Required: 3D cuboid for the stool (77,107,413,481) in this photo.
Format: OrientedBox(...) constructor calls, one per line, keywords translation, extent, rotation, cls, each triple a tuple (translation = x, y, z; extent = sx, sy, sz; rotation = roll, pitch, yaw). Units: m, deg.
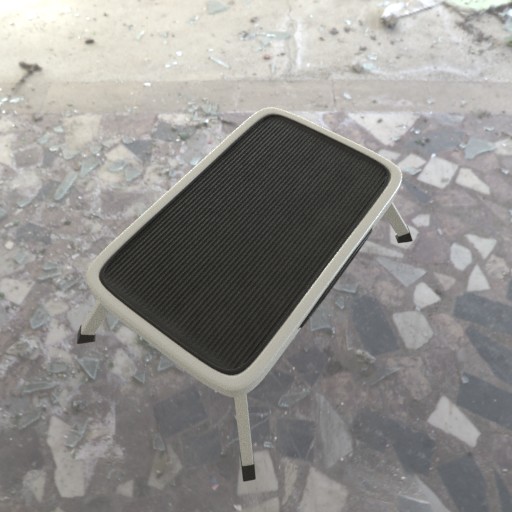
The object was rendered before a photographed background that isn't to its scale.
OrientedBox(translation=(0.000, 0.000, 0.618), extent=(0.320, 0.170, 0.460), rotation=(32, 63, 19), cls="stool")
